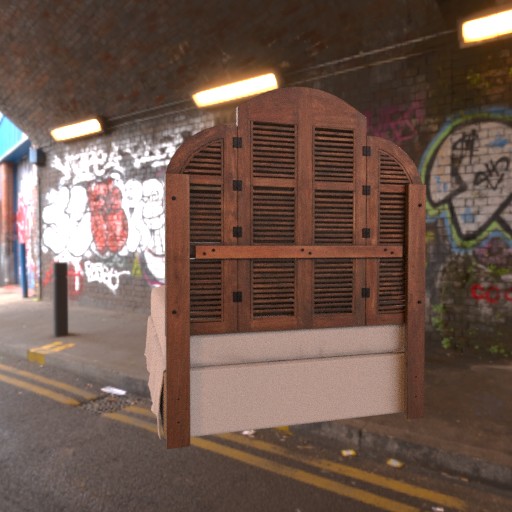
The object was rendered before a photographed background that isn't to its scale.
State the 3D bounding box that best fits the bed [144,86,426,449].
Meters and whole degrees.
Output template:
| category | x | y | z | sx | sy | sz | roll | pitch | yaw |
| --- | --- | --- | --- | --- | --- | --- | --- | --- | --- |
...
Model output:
| category | x | y | z | sx | sy | sz | roll | pitch | yaw |
| --- | --- | --- | --- | --- | --- | --- | --- | --- | --- |
| bed | 0.000 | 0.000 | 3.592 | 1.713 | 2.019 | 2.138 | 0 | 1 | -16 |
